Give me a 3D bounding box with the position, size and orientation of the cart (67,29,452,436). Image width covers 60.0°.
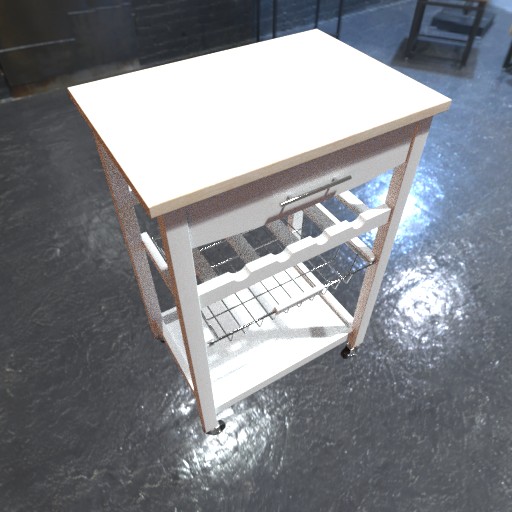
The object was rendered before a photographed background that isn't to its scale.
[{"bbox_3d":[0.000,0.000,1.119,0.578,0.857,0.406,-24,51,-21],"label":"cart"}]
